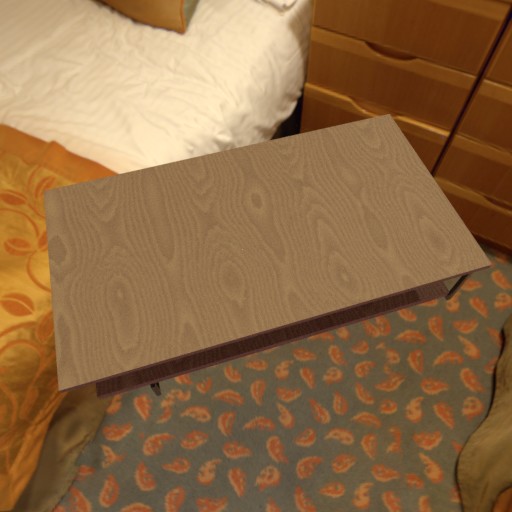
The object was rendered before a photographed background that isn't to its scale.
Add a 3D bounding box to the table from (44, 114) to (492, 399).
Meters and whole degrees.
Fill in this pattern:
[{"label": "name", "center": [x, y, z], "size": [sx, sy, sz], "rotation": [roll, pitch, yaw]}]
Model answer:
[{"label": "table", "center": [0.000, 0.000, 1.470], "size": [1.197, 0.347, 0.651], "rotation": [-15, 60, -9]}]
